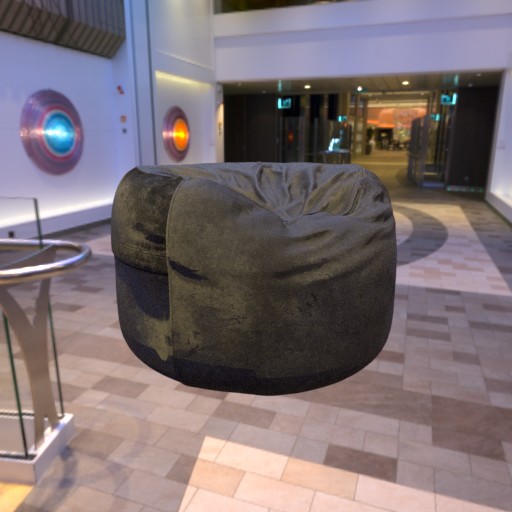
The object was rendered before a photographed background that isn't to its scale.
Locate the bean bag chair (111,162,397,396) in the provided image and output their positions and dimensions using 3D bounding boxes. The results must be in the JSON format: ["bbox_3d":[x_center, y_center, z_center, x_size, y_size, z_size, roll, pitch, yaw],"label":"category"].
[{"bbox_3d":[0.000,0.000,1.489,0.918,0.605,0.918,0,15,0],"label":"bean bag chair"}]
